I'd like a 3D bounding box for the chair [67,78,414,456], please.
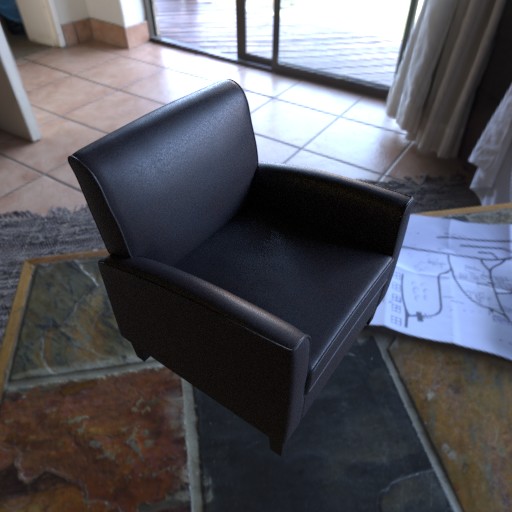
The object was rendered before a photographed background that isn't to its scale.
[{"bbox_3d":[0.000,0.000,1.601,0.819,0.916,0.820,25,48,26],"label":"chair"}]
